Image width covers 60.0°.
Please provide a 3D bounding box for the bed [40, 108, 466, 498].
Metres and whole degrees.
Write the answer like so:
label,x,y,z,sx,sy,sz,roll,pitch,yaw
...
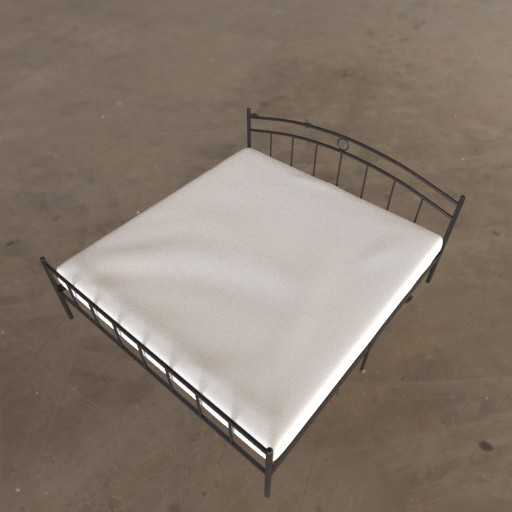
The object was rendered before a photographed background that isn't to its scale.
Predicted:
label,x,y,z,sx,sy,sz,roll,pitch,yaw
bed,0.000,0.000,3.035,1.880,0.940,2.040,31,53,27
